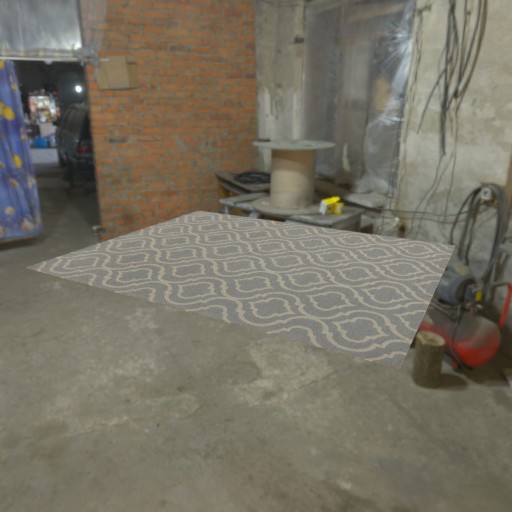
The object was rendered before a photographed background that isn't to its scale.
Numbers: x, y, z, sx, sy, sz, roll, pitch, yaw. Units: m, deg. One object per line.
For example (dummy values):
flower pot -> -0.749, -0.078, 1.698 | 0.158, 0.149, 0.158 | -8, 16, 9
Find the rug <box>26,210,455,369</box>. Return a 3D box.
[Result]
rug -> 0.000, 0.000, 3.778 | 2.892, 0.006, 2.283 | 10, 21, 28
